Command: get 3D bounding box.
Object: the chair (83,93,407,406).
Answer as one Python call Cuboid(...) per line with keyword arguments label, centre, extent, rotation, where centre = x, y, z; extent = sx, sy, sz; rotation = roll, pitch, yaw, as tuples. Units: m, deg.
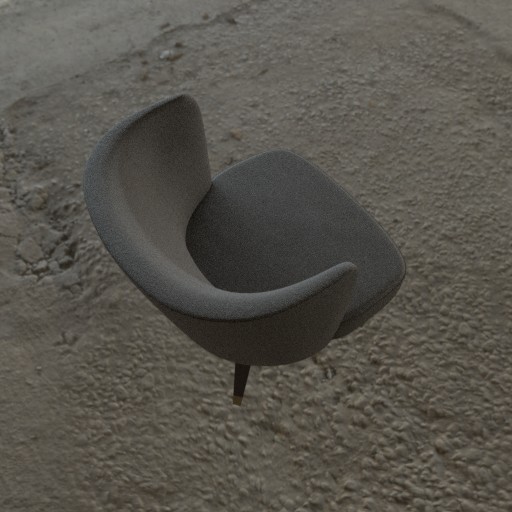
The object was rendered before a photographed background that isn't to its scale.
Cuboid(label="chair", centre=(0.000, 0.000, 1.233), extent=(0.698, 0.695, 0.639), rotation=(-30, 62, -18))
